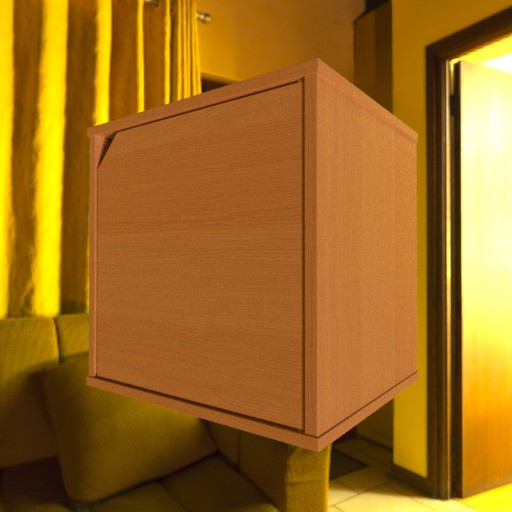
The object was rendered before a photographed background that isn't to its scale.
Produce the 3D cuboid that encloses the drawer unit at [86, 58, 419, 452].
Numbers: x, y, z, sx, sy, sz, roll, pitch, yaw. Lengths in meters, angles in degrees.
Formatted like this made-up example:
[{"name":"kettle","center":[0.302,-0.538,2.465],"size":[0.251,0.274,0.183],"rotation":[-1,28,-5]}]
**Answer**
[{"name":"drawer unit","center":[0.000,0.000,0.606],"size":[0.349,0.344,0.290],"rotation":[0,-1,36]}]
